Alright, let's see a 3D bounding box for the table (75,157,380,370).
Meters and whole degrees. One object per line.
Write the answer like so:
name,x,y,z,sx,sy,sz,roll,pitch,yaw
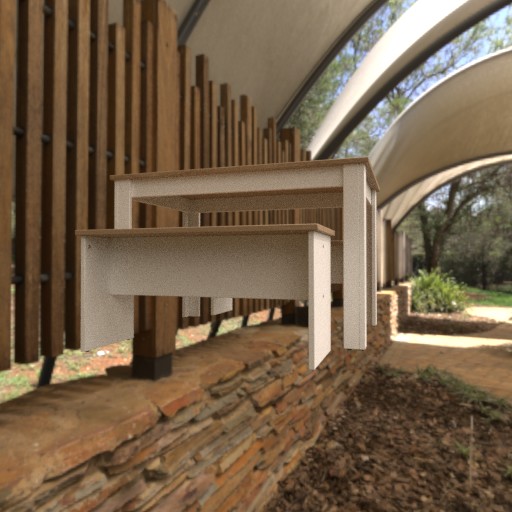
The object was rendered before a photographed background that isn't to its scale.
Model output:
table,0.000,0.000,2.110,1.100,0.700,1.443,0,-1,19
